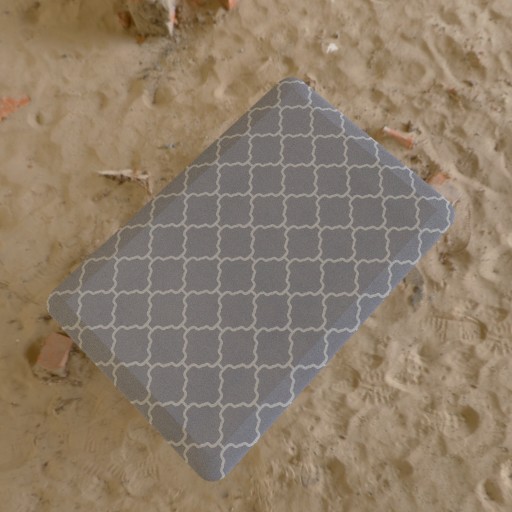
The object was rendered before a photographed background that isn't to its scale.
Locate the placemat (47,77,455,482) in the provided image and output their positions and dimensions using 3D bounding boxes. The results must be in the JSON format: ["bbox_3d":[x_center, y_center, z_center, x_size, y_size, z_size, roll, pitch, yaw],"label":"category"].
[{"bbox_3d":[0.000,0.000,0.930,0.508,0.021,0.762,43,80,10],"label":"placemat"}]
